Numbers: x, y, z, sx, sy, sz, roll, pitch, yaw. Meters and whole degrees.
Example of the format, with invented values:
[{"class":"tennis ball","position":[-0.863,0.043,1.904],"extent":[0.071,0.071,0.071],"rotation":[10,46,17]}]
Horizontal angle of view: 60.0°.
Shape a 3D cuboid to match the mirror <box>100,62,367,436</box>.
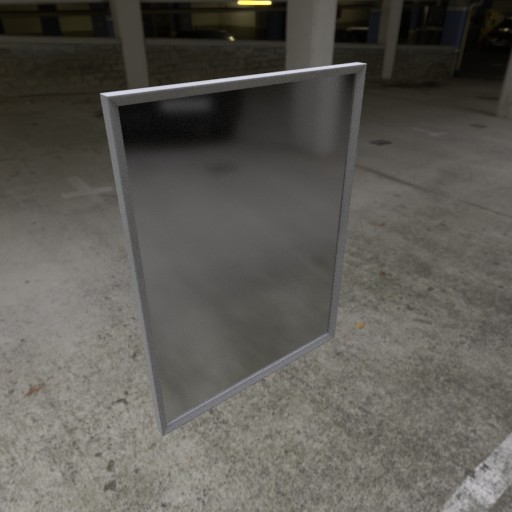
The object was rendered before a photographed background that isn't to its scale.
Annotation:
[{"class":"mirror","position":[0.000,0.000,1.334],"extent":[0.762,1.016,0.041],"rotation":[-21,37,-31]}]
